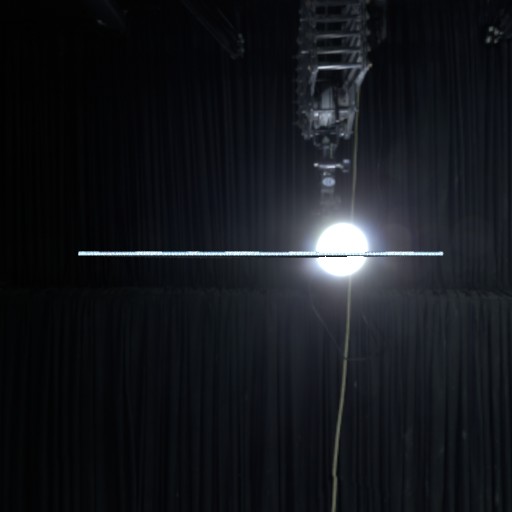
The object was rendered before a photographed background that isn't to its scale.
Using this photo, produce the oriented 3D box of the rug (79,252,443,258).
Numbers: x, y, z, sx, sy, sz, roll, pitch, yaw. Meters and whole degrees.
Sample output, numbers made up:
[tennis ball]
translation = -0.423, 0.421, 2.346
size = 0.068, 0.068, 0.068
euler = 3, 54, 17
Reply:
[rug]
translation = 0.000, 0.000, 3.056
size = 1.518, 0.015, 2.438
euler = 0, 0, -1
